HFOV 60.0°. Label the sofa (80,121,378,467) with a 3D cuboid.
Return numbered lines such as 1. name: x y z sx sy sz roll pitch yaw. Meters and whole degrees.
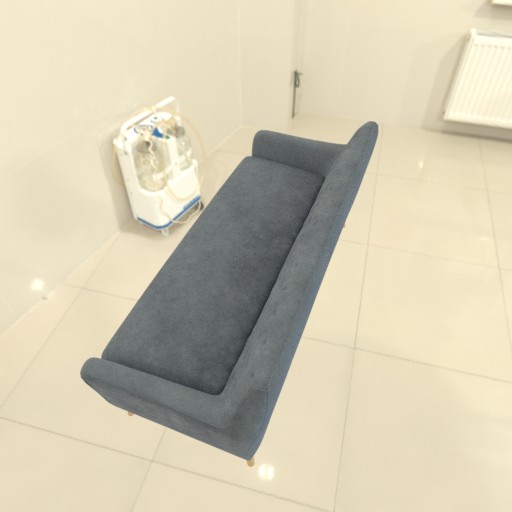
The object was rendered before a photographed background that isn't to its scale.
1. sofa: 0.000 0.000 2.389 0.841 0.832 1.975 16 49 15
